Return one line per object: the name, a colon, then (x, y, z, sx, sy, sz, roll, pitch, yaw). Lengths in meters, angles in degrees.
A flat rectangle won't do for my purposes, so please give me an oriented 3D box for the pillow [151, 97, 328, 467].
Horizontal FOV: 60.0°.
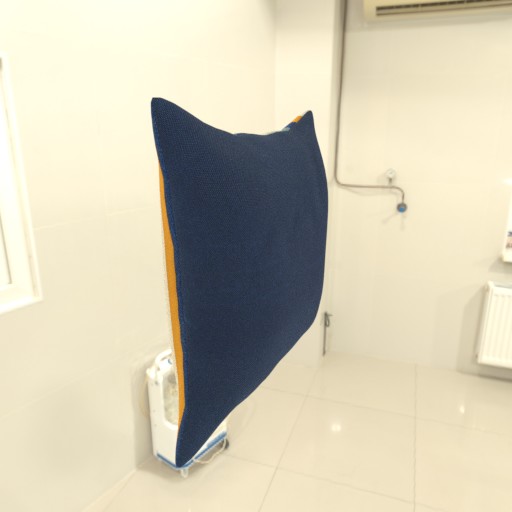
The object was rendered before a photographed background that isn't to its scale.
pillow: (0.000, 0.000, 0.704, 0.173, 0.454, 0.463, 8, 19, 25)
